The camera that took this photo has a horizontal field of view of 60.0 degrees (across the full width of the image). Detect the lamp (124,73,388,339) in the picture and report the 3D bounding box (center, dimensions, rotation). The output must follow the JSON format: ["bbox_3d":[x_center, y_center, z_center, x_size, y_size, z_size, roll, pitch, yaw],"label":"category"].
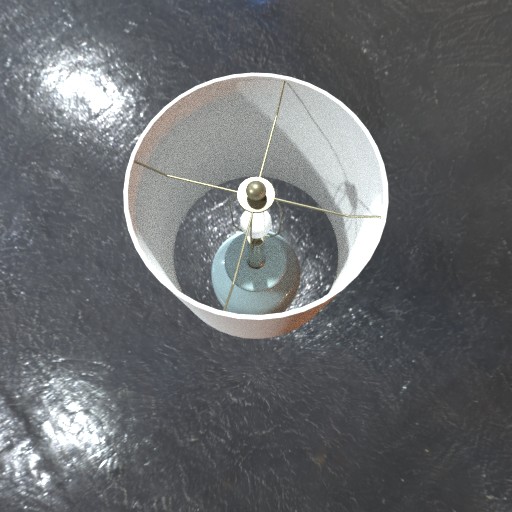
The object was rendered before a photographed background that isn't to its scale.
[{"bbox_3d":[0.000,0.000,1.120,0.418,0.871,0.418,-37,78,-9],"label":"lamp"}]
